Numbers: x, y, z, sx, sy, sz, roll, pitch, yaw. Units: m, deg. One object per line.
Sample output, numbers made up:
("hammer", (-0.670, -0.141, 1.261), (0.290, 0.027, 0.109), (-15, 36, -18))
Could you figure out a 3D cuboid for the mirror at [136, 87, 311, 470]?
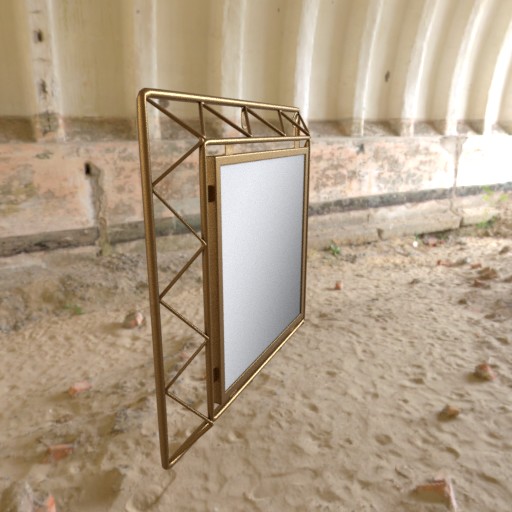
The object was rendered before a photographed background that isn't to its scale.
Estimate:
("mirror", (0.000, 0.000, 0.621), (0.046, 0.414, 0.416), (7, 17, 24))
